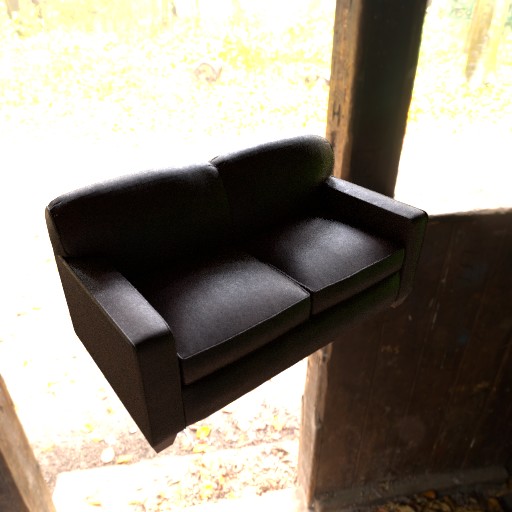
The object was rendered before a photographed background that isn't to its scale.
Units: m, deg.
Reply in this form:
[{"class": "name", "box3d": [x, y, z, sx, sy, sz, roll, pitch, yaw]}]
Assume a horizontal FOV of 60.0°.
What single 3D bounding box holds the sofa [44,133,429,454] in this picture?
[{"class": "sofa", "box3d": [0.000, 0.000, 2.454, 1.856, 0.966, 1.000, -22, 37, -32]}]
